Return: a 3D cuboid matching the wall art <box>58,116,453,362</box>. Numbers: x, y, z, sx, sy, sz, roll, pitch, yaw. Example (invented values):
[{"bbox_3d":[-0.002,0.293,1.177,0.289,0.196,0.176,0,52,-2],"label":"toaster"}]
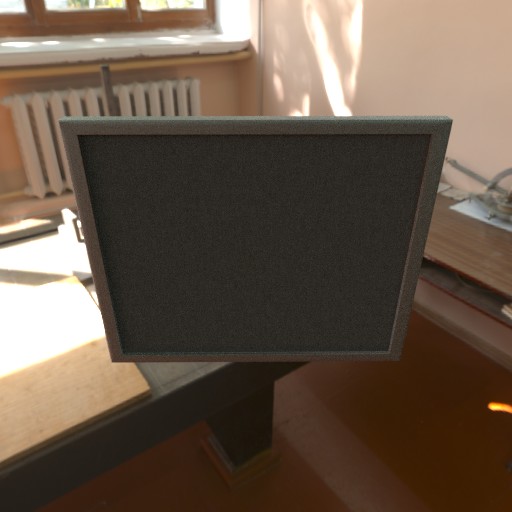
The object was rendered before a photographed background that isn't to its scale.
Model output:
[{"bbox_3d":[0.000,0.000,0.749,0.556,0.457,0.028,0,30,0],"label":"wall art"}]
